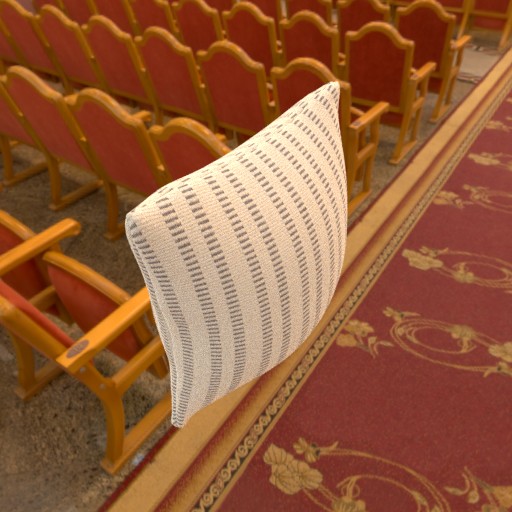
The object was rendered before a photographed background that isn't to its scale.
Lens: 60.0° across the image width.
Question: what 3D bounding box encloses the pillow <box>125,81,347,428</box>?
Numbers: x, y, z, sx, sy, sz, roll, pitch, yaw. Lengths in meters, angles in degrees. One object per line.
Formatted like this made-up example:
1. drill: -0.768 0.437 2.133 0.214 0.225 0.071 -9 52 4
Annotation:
1. pillow: 0.000 0.000 0.695 0.247 0.419 0.438 25 47 25
